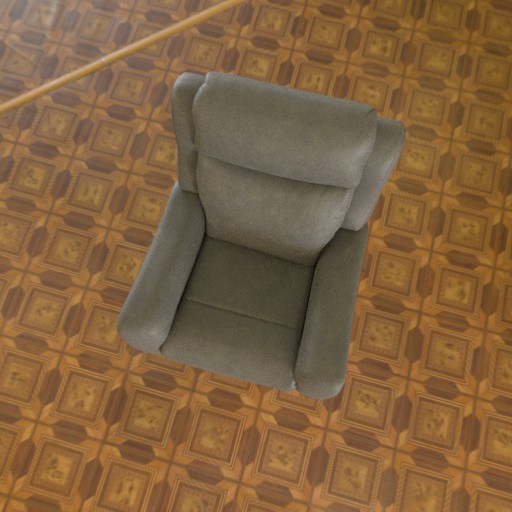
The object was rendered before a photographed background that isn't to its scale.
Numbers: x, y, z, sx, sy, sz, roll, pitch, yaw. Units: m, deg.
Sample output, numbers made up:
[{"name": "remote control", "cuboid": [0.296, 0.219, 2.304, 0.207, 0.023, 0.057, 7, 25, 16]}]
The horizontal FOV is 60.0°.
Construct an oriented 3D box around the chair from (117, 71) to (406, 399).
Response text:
[{"name": "chair", "cuboid": [0.000, 0.000, 1.956, 0.965, 1.116, 1.068, 14, 76, 4]}]
